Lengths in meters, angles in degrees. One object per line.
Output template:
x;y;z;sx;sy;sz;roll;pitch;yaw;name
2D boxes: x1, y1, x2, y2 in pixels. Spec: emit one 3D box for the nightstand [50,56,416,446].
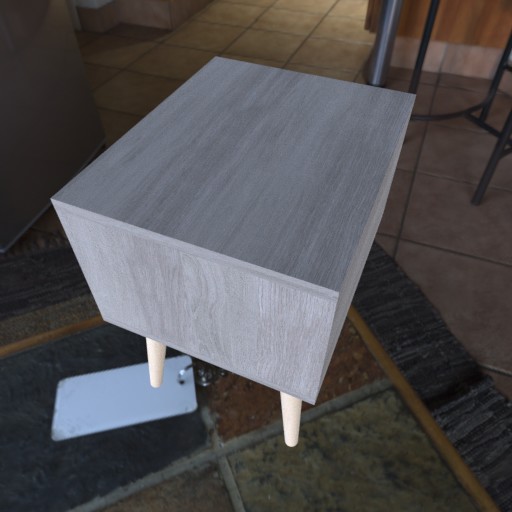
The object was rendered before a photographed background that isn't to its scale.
0.000;0.000;0.824;0.380;0.500;0.450;18;50;16;nightstand
